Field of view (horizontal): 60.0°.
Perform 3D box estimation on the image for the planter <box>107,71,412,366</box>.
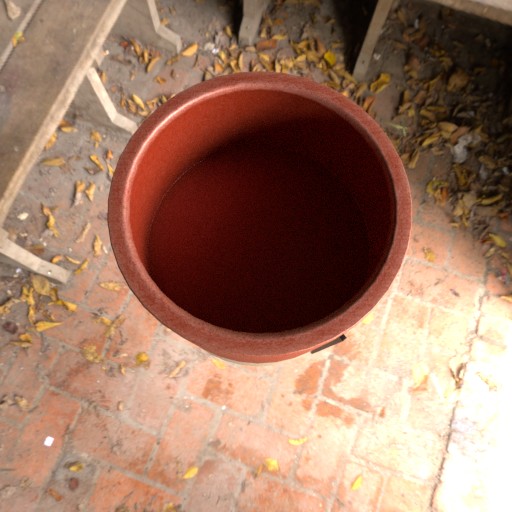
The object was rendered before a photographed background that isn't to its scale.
[{"bbox_3d":[0.000,0.000,0.717,0.354,0.465,0.345,-8,75,-2],"label":"planter"}]
